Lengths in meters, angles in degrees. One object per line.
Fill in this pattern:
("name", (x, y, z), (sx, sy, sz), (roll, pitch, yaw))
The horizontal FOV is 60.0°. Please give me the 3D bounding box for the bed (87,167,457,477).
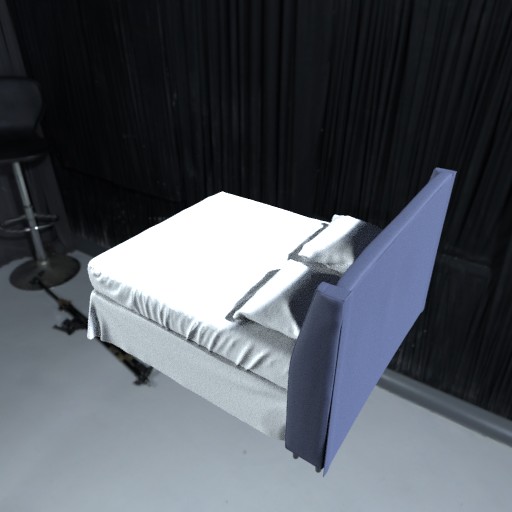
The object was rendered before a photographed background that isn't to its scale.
("bed", (0.000, 0.000, 3.443), (2.276, 1.332, 1.925), (20, 37, 29))
